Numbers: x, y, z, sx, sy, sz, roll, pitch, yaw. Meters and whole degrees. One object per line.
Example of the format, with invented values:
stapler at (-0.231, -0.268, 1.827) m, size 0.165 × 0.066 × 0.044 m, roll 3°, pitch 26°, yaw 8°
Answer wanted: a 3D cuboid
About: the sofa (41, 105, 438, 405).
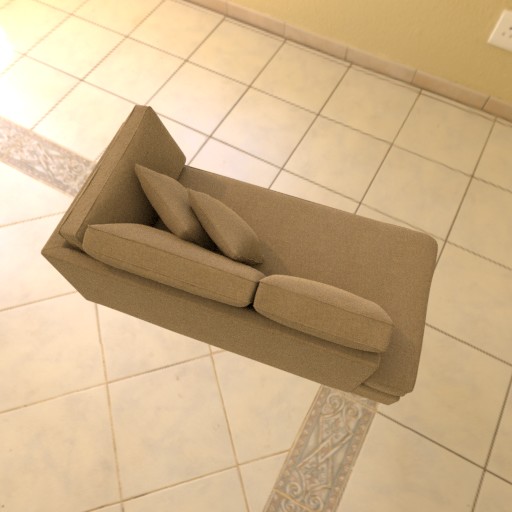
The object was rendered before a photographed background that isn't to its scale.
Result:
sofa at (0.000, 0.000, 2.851) m, size 2.238 × 1.019 × 1.110 m, roll 18°, pitch 65°, yaw 8°
